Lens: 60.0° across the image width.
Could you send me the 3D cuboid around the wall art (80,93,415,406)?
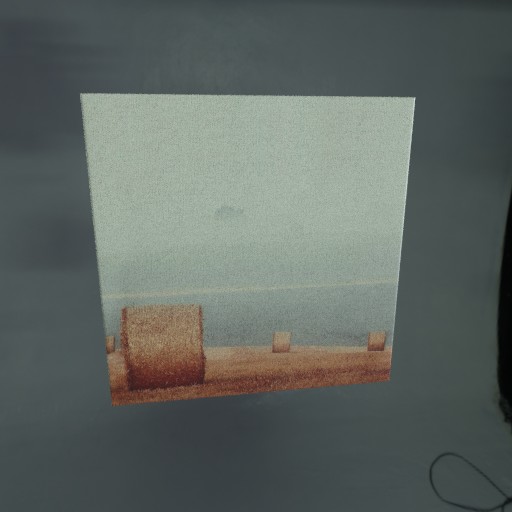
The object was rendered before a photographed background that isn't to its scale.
[{"bbox_3d":[0.000,0.000,1.116,0.760,0.760,0.042,-2,16,-9],"label":"wall art"}]
